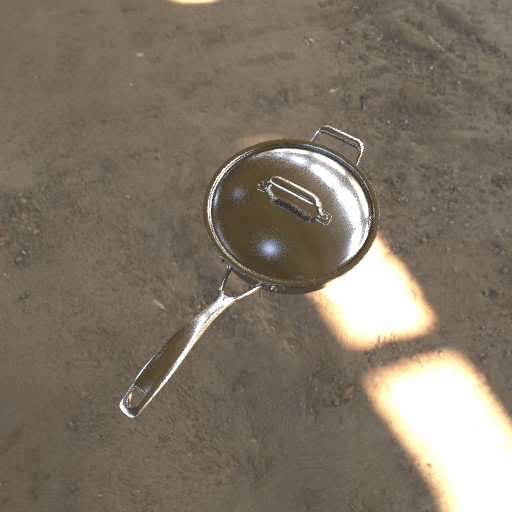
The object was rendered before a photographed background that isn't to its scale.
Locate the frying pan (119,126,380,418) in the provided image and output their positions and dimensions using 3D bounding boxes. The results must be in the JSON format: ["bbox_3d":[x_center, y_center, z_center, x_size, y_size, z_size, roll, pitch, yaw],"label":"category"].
[{"bbox_3d":[0.000,0.000,0.670,0.280,0.114,0.561,30,66,15],"label":"frying pan"}]
